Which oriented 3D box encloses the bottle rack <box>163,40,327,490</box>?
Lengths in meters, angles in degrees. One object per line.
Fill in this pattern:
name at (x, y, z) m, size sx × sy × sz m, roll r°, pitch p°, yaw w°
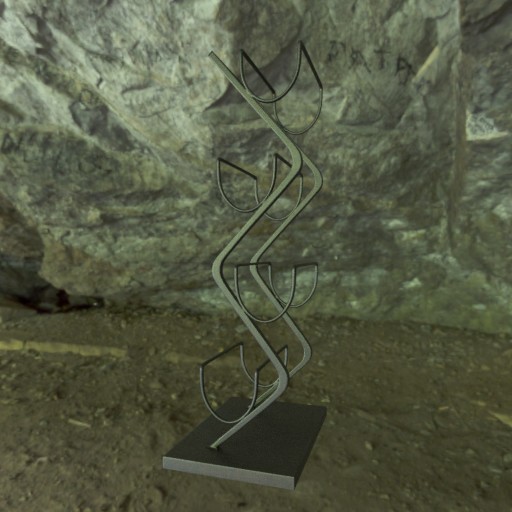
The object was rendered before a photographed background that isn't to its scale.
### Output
bottle rack at (0.000, 0.000, 0.675) m, size 0.178 × 0.559 × 0.254 m, roll 0°, pitch 1°, yaw 18°
